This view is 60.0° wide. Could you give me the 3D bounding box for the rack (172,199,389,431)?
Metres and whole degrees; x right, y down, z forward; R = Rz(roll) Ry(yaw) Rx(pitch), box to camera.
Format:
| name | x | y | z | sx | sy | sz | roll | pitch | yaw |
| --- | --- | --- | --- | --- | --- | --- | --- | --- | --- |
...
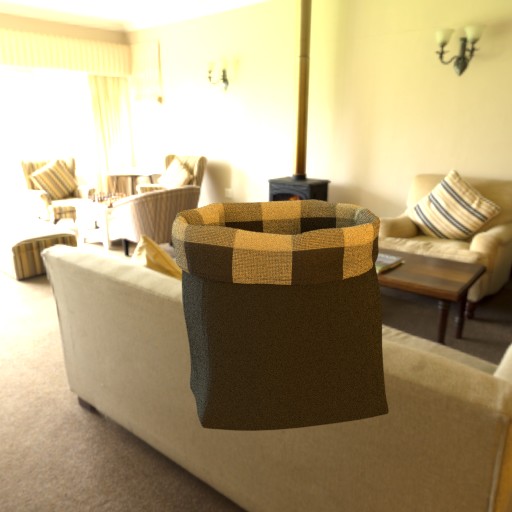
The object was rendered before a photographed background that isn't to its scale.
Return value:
| name | x | y | z | sx | sy | sz | roll | pitch | yaw |
| --- | --- | --- | --- | --- | --- | --- | --- | --- | --- |
| rack | 0.000 | 0.000 | 1.083 | 0.370 | 0.329 | 0.889 | -2 | 17 | -8 |
